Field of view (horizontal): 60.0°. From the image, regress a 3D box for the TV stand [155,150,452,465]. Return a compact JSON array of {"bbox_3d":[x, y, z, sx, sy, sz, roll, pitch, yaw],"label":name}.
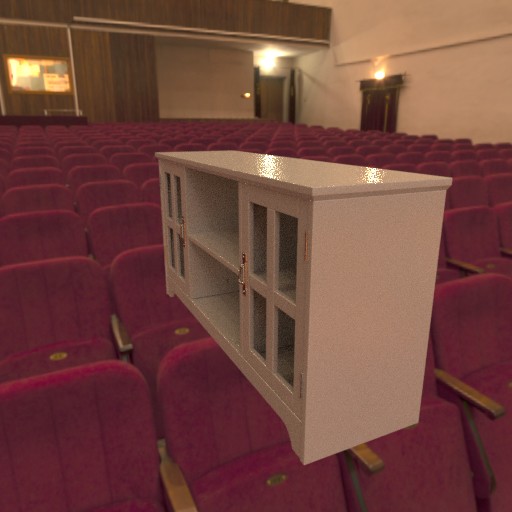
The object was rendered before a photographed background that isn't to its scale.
[{"bbox_3d":[0.000,0.000,1.438,0.344,0.603,1.167,-8,18,-25],"label":"TV stand"}]
